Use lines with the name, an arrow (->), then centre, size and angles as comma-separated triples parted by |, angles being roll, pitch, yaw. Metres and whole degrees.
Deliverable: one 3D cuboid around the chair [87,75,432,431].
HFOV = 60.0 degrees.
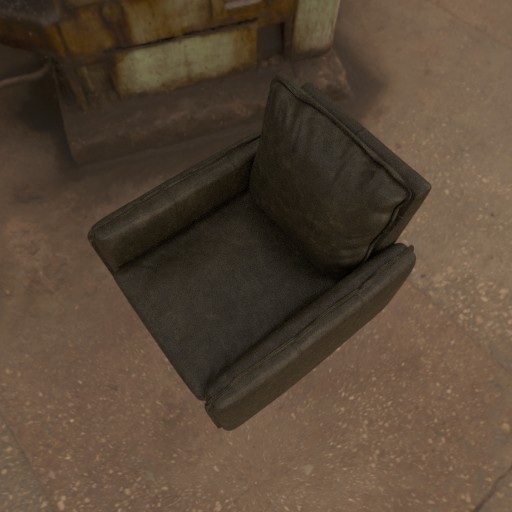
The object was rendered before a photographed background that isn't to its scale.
chair -> 0.000, 0.000, 1.621 | 0.921, 0.921, 0.830 | -35, 68, -16
